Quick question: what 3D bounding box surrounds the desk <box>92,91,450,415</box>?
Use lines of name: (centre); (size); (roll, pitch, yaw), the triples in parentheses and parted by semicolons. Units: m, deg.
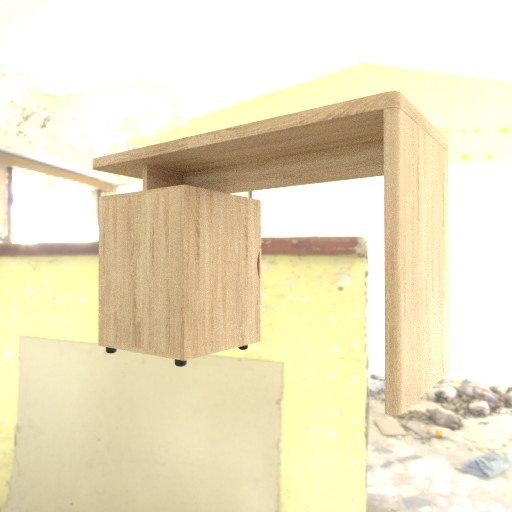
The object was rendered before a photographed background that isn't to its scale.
desk: (0.000, 0.000, 1.596); (1.200, 0.760, 0.550); (-1, -1, 35)
